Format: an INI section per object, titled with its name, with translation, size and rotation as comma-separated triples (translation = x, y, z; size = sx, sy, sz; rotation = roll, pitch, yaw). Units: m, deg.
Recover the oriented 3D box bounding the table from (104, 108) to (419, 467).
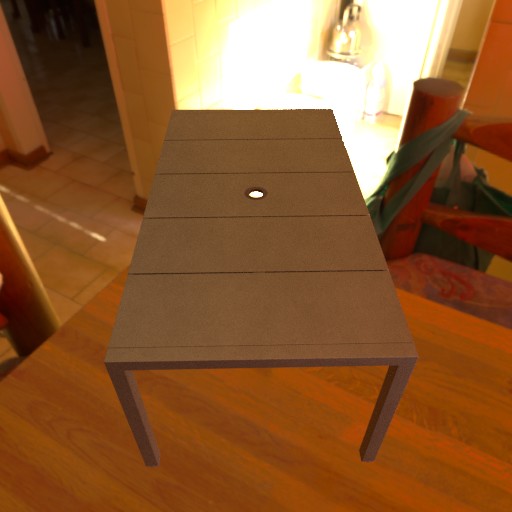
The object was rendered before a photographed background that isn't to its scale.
[table]
translation = 0.000, 0.000, 2.146
size = 0.914, 0.735, 1.680
rotation = -1, 43, -1
